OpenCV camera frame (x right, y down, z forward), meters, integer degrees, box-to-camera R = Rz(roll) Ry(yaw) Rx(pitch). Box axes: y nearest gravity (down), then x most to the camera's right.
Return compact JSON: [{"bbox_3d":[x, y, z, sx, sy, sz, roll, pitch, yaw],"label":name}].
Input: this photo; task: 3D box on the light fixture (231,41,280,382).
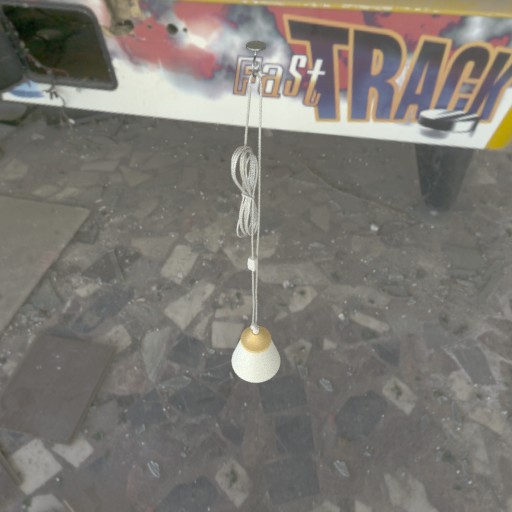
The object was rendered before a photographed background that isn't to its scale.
[{"bbox_3d":[0.000,0.000,1.044,0.153,0.966,0.153,-33,55,-27],"label":"light fixture"}]
